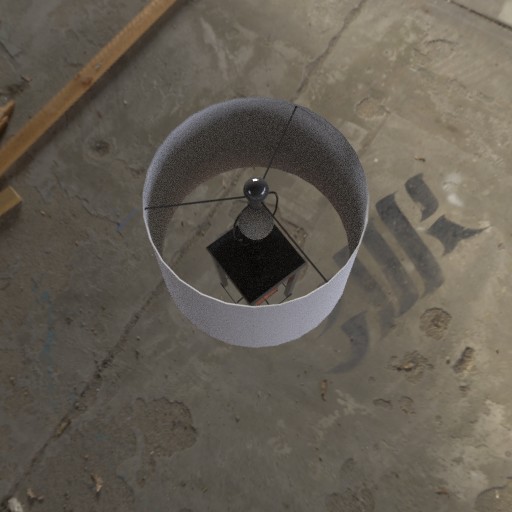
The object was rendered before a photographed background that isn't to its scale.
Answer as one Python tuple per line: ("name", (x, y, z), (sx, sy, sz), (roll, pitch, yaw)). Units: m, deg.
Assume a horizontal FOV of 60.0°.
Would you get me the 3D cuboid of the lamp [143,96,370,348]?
("lamp", (0.000, 0.000, 0.778), (0.320, 0.591, 0.320), (0, 74, 0))
